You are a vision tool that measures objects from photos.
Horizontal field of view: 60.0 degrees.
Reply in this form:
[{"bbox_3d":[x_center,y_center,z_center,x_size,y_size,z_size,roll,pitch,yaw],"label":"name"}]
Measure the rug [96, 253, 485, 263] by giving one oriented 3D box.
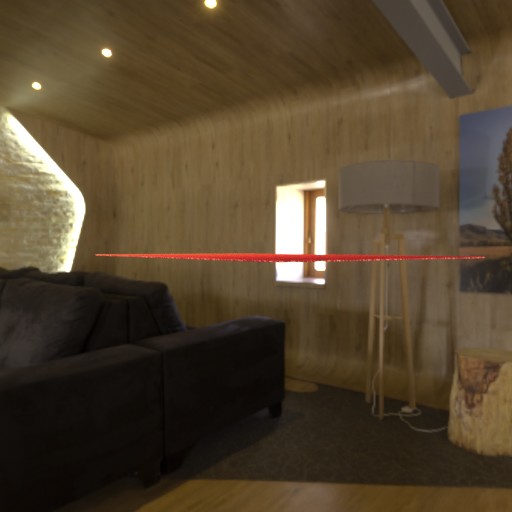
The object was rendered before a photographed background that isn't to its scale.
[{"bbox_3d":[0.000,0.000,3.117,1.531,0.010,2.442,-1,1,-36],"label":"rug"}]
